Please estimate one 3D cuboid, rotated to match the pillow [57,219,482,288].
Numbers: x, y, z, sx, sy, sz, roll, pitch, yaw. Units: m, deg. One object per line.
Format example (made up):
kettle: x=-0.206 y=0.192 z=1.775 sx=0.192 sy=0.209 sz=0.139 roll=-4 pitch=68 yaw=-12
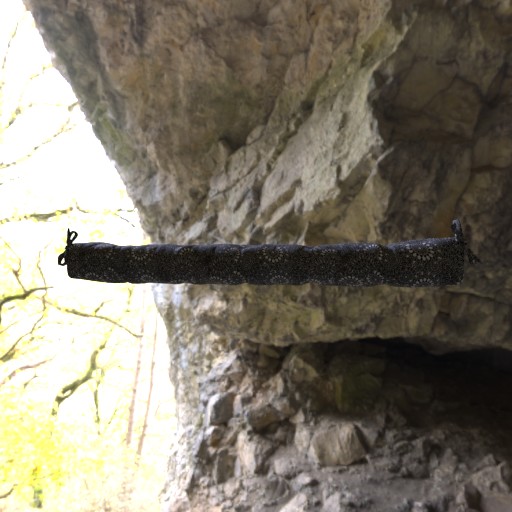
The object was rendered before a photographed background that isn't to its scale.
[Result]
pillow: x=0.000 y=0.000 z=1.367 sx=1.194 sy=0.174 sz=0.511 roll=0 pitch=-1 yaw=17
